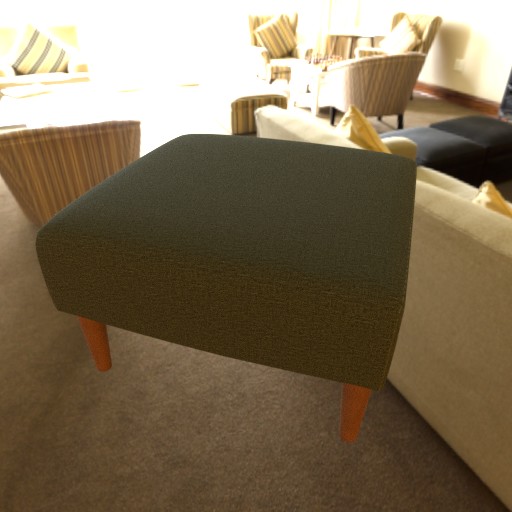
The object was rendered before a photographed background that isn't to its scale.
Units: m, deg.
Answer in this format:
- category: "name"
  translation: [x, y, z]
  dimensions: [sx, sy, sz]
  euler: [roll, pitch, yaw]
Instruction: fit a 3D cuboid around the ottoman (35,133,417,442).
- category: "ottoman"
  translation: [0.000, 0.000, 1.033]
  dimensions: [0.650, 0.398, 0.649]
  euler: [10, 34, 16]
